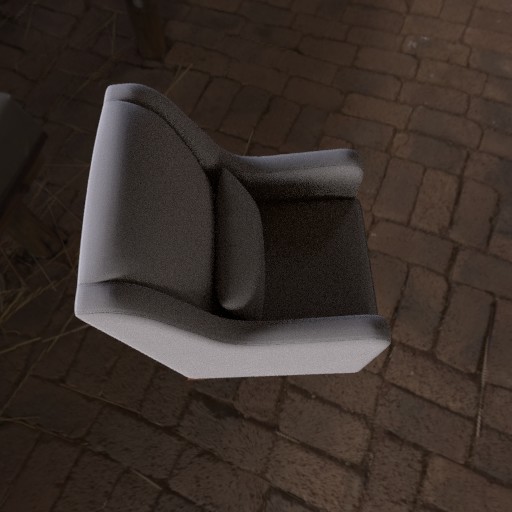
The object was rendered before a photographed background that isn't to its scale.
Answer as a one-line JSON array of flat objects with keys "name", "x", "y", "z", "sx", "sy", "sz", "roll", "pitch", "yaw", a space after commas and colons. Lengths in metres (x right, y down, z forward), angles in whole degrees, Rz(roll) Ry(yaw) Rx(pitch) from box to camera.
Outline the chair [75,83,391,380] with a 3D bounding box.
[{"name": "chair", "x": 0.000, "y": 0.000, "z": 1.581, "sx": 0.863, "sy": 1.010, "sz": 0.715, "roll": -2, "pitch": 65, "yaw": -1}]
